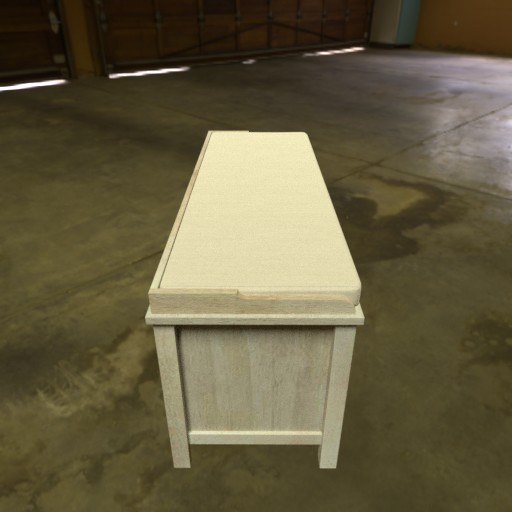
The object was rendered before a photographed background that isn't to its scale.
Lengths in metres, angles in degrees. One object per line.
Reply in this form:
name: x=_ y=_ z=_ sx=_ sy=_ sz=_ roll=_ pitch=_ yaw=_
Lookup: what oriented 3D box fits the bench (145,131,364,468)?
bench: x=0.000 y=0.000 z=1.398 sx=0.398 sy=0.501 sz=1.140 roll=0 pitch=30 yaw=0
